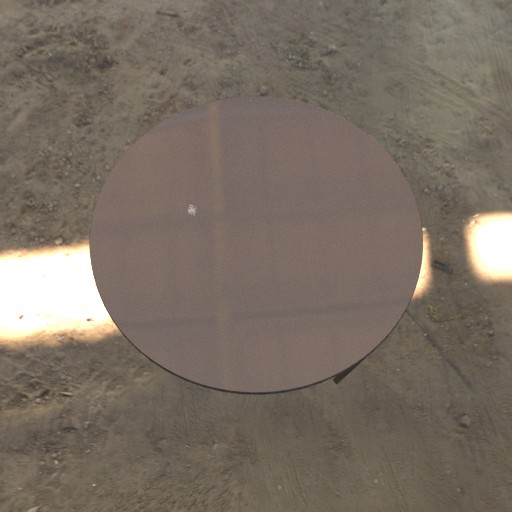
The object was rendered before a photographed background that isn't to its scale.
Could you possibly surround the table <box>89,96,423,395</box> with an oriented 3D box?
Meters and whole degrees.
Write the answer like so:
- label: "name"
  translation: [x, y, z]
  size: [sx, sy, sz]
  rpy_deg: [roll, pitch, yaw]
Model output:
- label: "table"
  translation: [0.000, 0.000, 1.252]
  size: [0.800, 0.400, 0.800]
  rpy_deg: [0, 65, 0]
